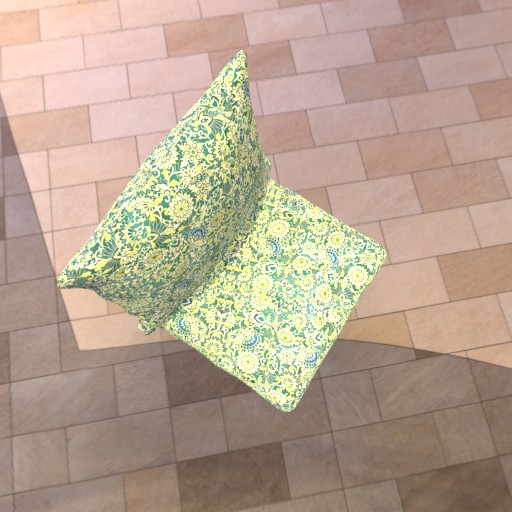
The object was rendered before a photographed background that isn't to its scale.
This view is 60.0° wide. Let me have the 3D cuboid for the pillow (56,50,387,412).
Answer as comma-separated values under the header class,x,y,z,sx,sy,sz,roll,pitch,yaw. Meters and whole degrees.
class,x,y,z,sx,sy,sz,roll,pitch,yaw
pillow,0.000,0.000,1.383,0.740,0.722,0.798,33,77,9
